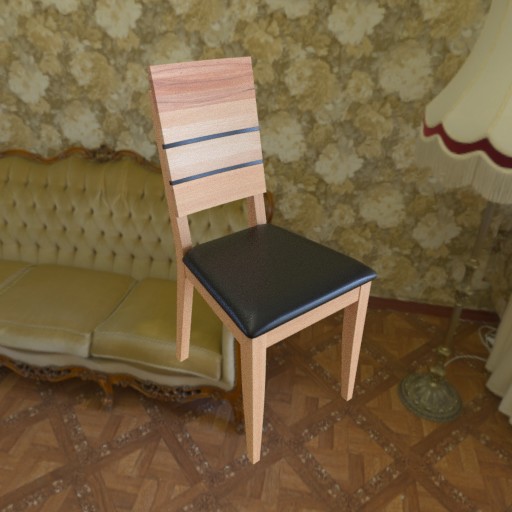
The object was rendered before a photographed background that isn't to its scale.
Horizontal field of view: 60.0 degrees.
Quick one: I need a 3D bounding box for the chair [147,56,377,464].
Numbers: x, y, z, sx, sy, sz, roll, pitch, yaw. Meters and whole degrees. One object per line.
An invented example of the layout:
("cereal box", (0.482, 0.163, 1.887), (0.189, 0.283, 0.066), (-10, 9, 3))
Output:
("chair", (0.000, 0.000, 1.215), (0.410, 0.940, 0.520), (-21, 37, -31))
